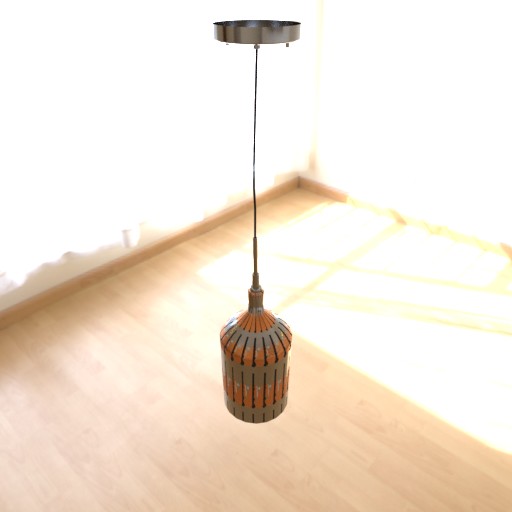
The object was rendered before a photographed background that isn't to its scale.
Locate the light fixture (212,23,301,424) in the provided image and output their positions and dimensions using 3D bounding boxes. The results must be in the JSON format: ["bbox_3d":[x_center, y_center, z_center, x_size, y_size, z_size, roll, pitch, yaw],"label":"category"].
[{"bbox_3d":[0.000,0.000,1.644,0.303,1.535,0.303,0,32,0],"label":"light fixture"}]
